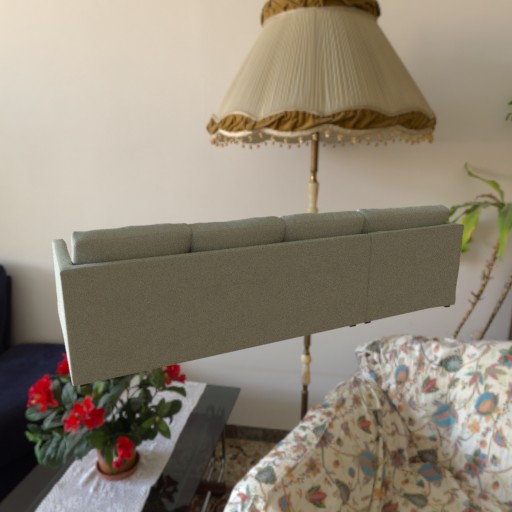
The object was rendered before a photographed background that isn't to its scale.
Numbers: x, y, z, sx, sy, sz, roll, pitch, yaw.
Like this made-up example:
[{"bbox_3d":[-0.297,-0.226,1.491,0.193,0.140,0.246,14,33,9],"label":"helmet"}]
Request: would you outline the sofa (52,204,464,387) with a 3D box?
[{"bbox_3d":[0.000,0.000,3.855,3.205,0.922,1.650,-7,16,-25],"label":"sofa"}]
